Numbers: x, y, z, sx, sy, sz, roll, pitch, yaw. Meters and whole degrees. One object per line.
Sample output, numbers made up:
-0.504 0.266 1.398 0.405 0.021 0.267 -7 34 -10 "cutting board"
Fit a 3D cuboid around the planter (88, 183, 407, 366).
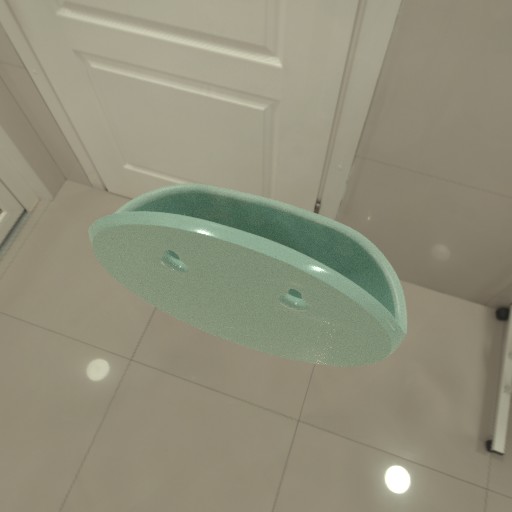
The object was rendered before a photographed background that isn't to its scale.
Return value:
0.000 0.000 0.272 0.189 0.164 0.073 17 65 8 "planter"
